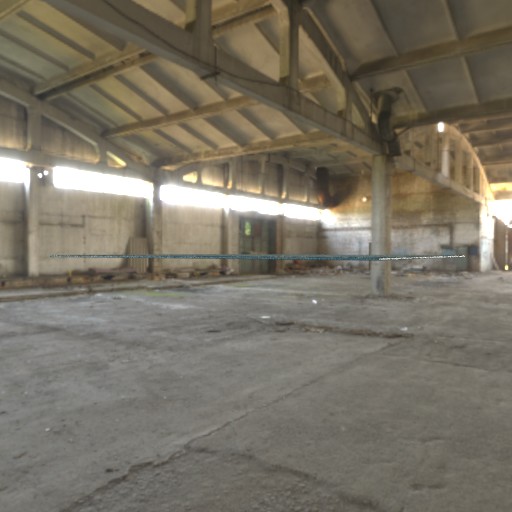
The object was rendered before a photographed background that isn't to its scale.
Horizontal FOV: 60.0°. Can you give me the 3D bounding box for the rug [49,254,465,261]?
[{"bbox_3d":[0.000,0.000,2.873,2.205,0.012,1.554,0,1,36],"label":"rug"}]
